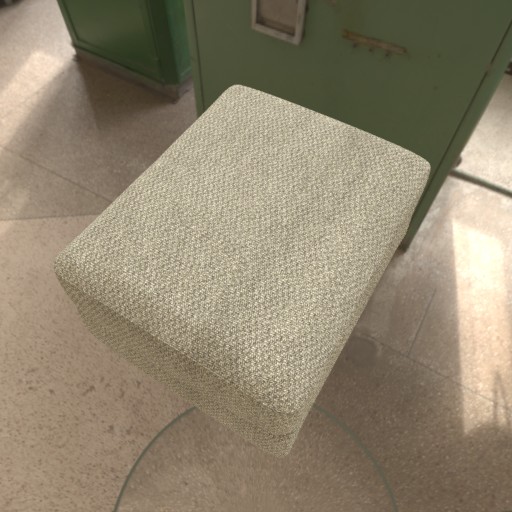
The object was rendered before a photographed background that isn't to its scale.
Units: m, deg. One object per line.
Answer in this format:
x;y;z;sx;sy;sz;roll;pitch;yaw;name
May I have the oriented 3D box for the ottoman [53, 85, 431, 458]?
0.000;0.000;1.146;0.603;0.476;0.751;27;61;16;ottoman
